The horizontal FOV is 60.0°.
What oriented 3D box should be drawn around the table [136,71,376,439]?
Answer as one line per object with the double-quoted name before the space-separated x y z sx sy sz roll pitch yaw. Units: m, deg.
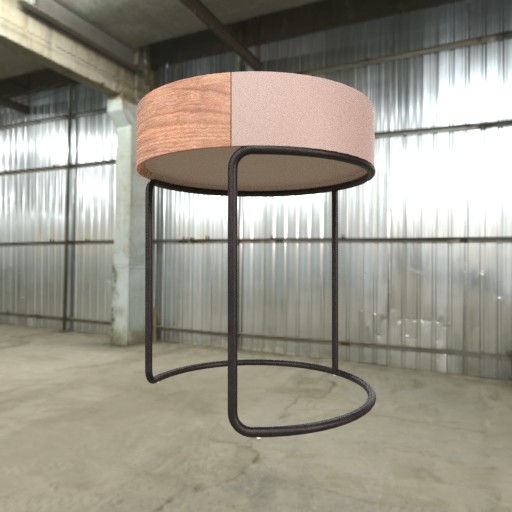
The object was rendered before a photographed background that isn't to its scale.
"table" 0.000 0.000 0.862 0.450 0.530 0.450 0 0 0
